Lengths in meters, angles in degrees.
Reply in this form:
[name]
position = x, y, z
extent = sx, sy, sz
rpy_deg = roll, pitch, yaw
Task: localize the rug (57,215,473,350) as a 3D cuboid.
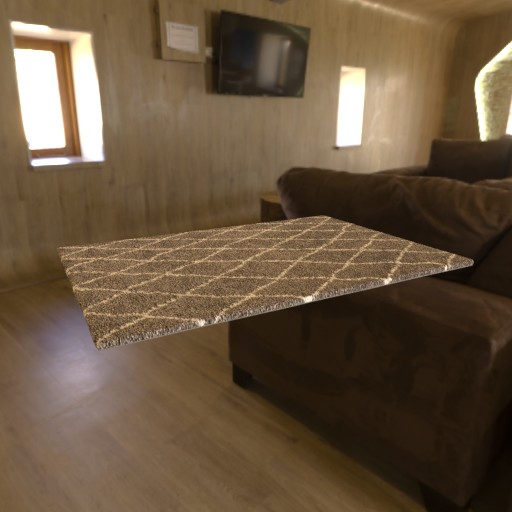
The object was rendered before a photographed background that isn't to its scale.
[rug]
position = 0.000, 0.000, 2.275
extent = 1.778, 0.030, 1.219
rpy_deg = -9, 19, -27
